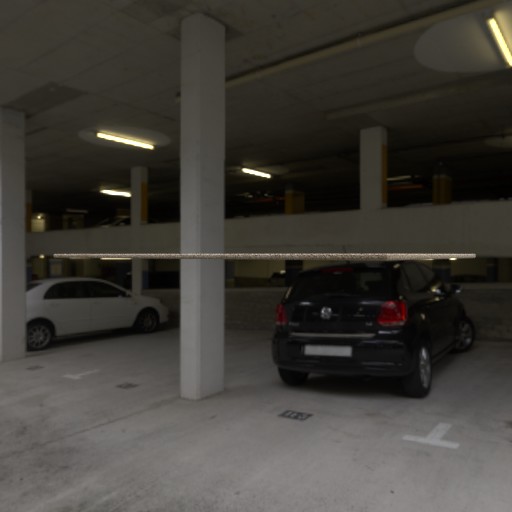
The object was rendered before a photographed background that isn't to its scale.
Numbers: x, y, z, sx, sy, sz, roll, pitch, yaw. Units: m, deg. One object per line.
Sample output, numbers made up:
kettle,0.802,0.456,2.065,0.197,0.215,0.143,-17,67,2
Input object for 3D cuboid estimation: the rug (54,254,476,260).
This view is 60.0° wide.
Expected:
rug,0.000,0.000,2.918,2.346,0.025,1.500,0,0,37
